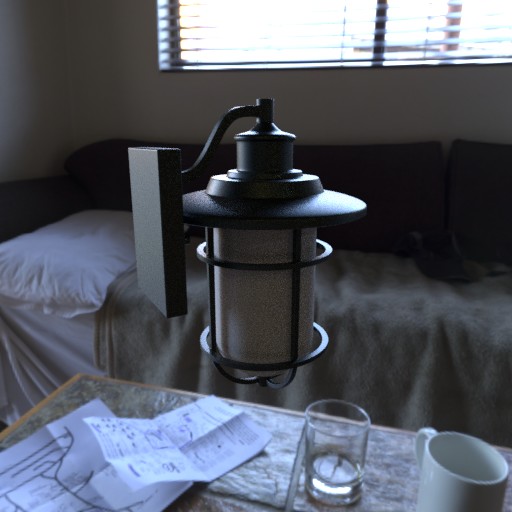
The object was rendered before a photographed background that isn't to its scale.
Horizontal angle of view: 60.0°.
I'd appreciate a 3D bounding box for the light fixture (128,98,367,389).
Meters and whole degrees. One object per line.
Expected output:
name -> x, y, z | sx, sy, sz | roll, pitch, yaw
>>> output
light fixture -> 0.000, 0.000, 0.514 | 0.252, 0.345, 0.222 | -8, 17, -28
